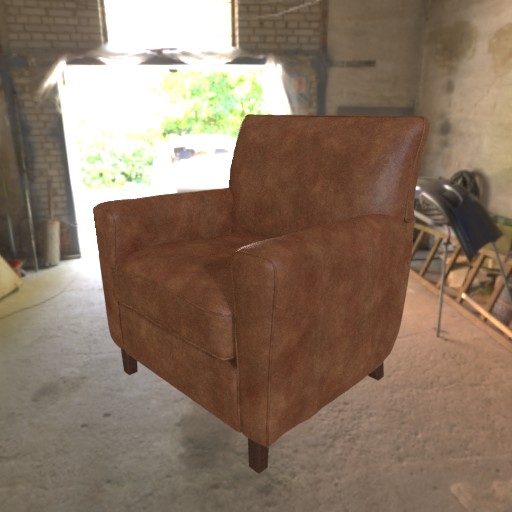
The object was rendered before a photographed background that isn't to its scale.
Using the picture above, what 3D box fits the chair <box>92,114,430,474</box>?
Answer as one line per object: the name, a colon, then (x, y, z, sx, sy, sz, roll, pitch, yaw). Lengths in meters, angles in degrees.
chair: (0.000, 0.000, 1.560, 0.870, 0.943, 0.823, 17, 25, 42)
